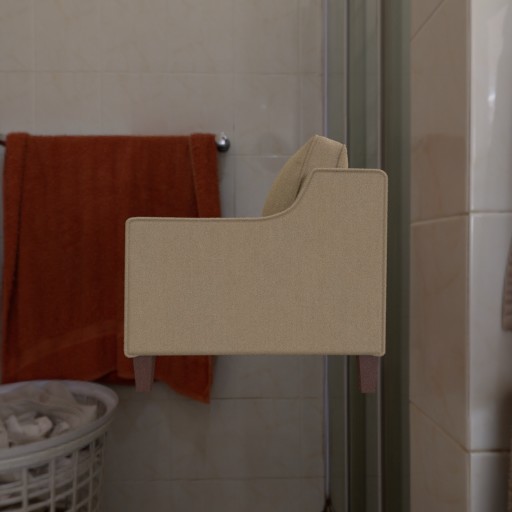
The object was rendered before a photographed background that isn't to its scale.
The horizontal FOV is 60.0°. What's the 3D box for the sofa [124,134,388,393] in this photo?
[{"bbox_3d":[0.000,0.000,2.837,1.066,1.071,2.178,0,1,1],"label":"sofa"}]
